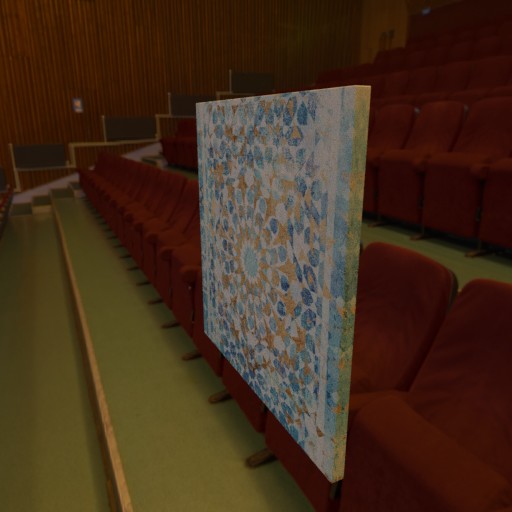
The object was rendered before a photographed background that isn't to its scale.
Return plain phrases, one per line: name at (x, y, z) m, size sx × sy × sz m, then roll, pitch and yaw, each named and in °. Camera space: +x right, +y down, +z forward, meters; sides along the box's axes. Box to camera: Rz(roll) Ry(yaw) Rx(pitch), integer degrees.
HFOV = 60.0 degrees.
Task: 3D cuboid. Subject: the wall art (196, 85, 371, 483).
wall art at (0.000, 0.000, 1.358) m, size 0.040 × 0.916 × 0.916 m, roll -8°, pitch 19°, yaw -25°
